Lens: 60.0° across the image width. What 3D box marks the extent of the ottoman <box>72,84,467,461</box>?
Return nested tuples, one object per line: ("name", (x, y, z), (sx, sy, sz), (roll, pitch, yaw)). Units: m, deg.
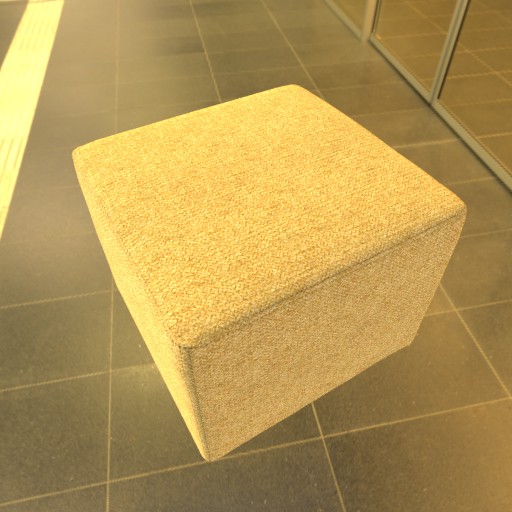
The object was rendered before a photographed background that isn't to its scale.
("ottoman", (0.000, 0.000, 0.888), (0.512, 0.441, 0.505), (-24, 51, -21))
